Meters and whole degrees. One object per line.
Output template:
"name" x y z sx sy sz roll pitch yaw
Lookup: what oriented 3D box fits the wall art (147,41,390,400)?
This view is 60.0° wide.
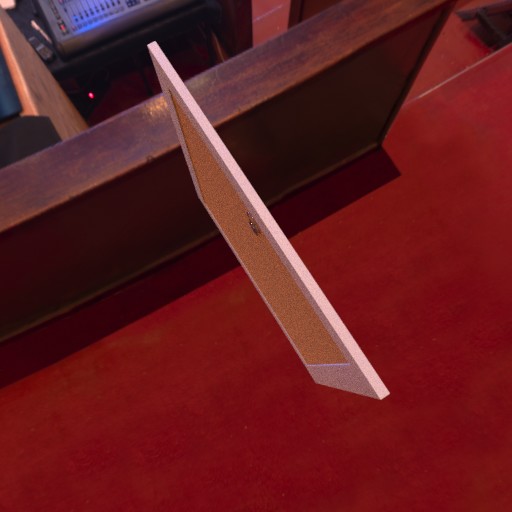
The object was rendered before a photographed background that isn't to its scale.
"wall art" 0.000 0.000 0.857 0.015 0.577 0.572 -31 78 -7
